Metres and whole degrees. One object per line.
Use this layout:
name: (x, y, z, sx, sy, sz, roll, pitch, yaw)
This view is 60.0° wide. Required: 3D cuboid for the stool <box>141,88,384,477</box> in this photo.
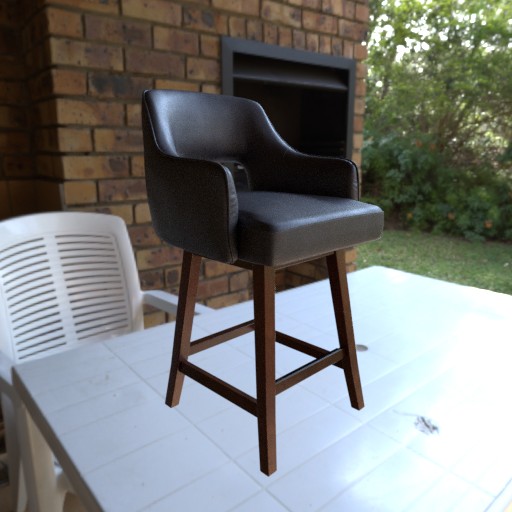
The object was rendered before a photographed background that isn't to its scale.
stool: (0.000, 0.000, 1.273, 0.550, 0.936, 0.560, -13, 19, -43)
